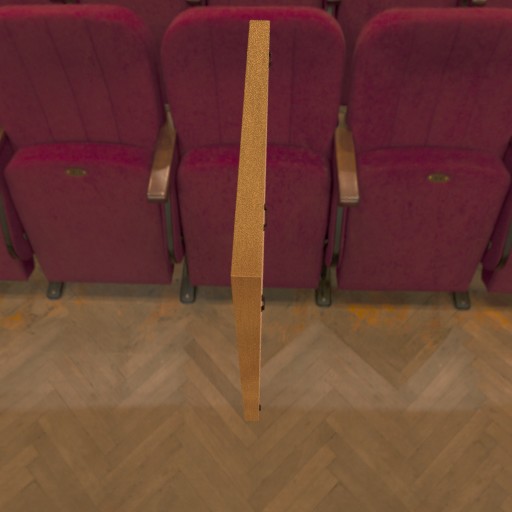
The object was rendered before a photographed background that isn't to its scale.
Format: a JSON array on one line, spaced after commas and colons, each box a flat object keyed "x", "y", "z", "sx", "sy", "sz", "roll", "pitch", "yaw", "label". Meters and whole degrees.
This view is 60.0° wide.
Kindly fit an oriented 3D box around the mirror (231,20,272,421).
[{"x": 0.000, "y": 0.000, "z": 0.924, "sx": 0.039, "sy": 0.710, "sz": 0.507, "roll": 2, "pitch": 57, "yaw": 1, "label": "mirror"}]
